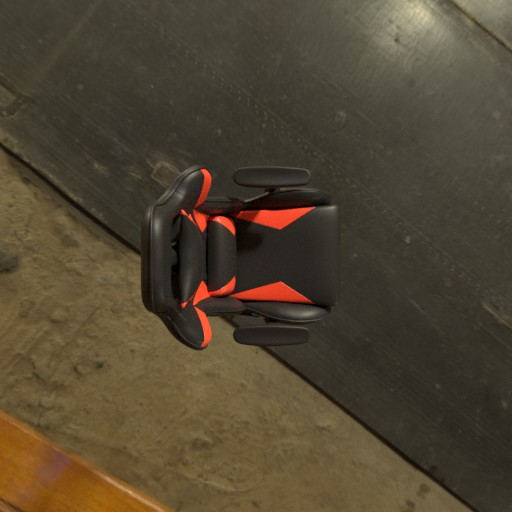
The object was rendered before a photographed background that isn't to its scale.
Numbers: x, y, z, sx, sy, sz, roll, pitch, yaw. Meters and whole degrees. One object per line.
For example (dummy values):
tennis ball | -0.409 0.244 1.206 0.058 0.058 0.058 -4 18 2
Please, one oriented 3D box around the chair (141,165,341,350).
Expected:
chair | 0.000 0.000 1.728 0.730 1.282 0.695 0 91 -1
